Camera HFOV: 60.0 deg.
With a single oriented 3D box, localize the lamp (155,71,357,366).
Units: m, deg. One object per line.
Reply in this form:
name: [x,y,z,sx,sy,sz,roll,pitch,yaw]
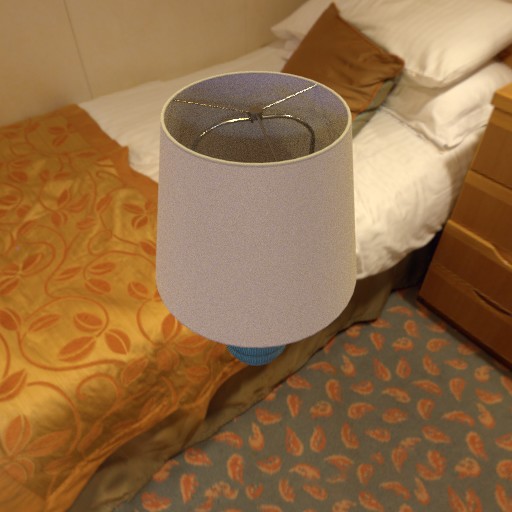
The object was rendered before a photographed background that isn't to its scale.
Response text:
lamp: [0.000,0.000,0.559,0.254,0.392,0.254,0,46,0]
